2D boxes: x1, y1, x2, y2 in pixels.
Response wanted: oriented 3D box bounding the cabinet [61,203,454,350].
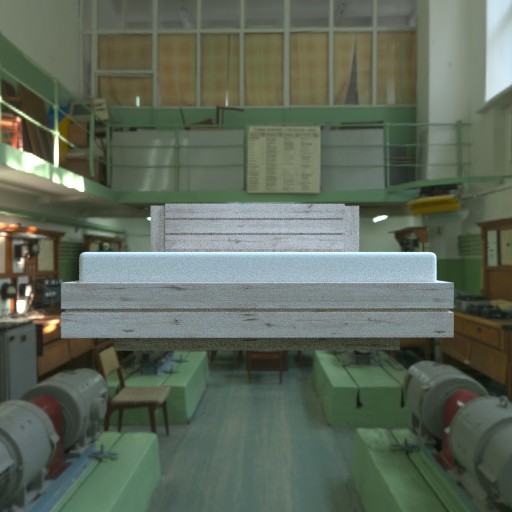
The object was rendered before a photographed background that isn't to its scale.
[{"bbox_3d":[0.000,0.000,3.140,1.950,0.970,2.080,0,0,-1],"label":"cabinet"}]
